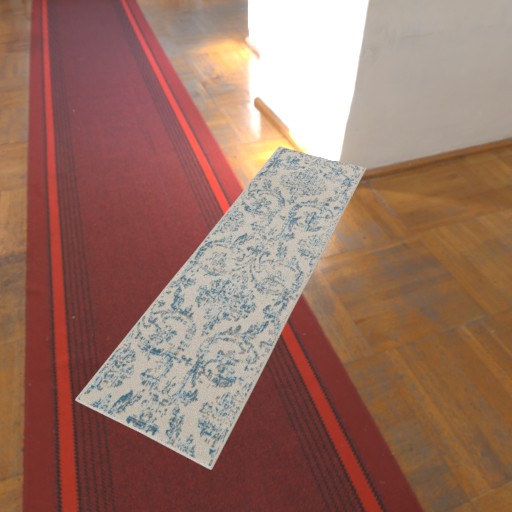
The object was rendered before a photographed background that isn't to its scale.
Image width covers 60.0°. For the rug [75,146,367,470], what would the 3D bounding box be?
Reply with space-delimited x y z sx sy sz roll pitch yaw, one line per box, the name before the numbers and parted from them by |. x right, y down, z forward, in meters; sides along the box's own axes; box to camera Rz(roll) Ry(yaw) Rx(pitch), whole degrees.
rug | 0.000 0.000 2.471 0.662 0.011 2.196 19 48 17
